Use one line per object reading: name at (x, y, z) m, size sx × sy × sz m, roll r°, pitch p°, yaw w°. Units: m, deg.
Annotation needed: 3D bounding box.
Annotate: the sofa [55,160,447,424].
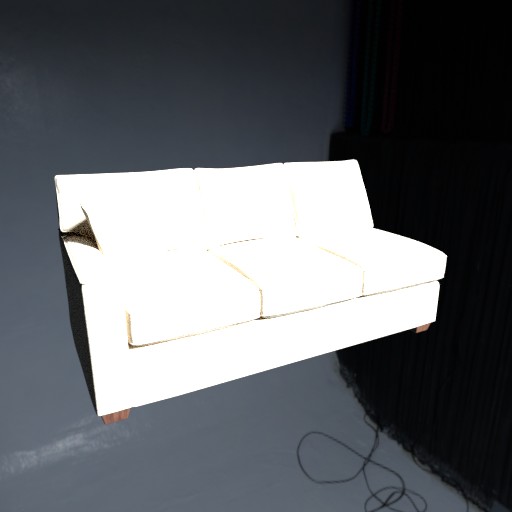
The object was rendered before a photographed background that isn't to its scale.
sofa at (0.000, 0.000, 2.500) m, size 1.962 × 0.946 × 1.034 m, roll -9°, pitch 19°, yaw -26°
